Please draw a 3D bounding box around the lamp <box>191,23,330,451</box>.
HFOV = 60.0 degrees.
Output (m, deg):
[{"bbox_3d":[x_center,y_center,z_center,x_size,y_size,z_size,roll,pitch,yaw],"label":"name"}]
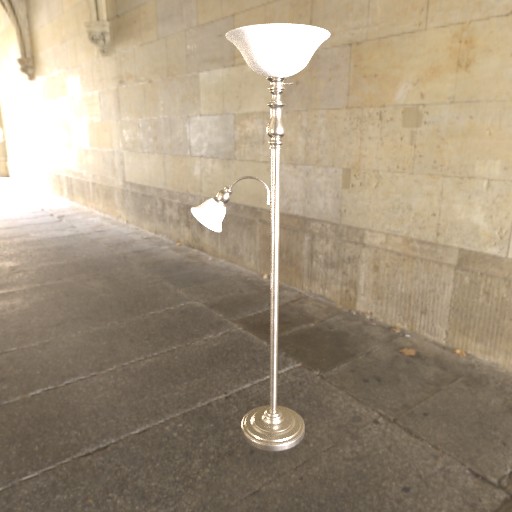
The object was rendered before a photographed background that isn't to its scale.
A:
[{"bbox_3d":[0.000,0.000,1.976,0.575,1.785,0.405,2,16,8],"label":"lamp"}]
